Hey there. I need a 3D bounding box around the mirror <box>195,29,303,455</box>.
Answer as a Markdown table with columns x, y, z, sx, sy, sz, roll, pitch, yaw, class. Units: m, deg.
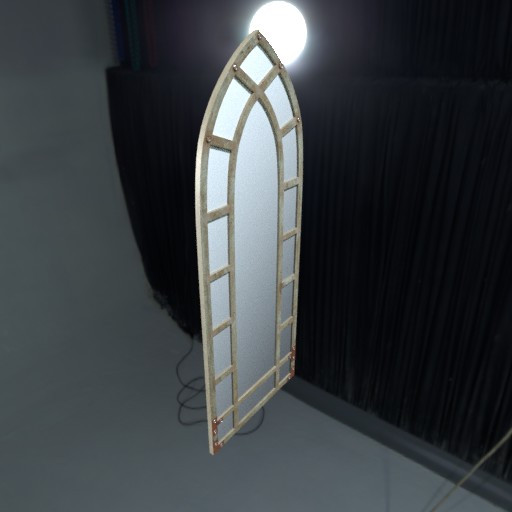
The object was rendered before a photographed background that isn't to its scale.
| x | y | z | sx | sy | sz | roll | pitch | yaw | class |
| --- | --- | --- | --- | --- | --- | --- | --- | --- | --- |
| 0.000 | 0.000 | 1.290 | 0.025 | 1.175 | 0.464 | 18 | 30 | 33 | mirror |
